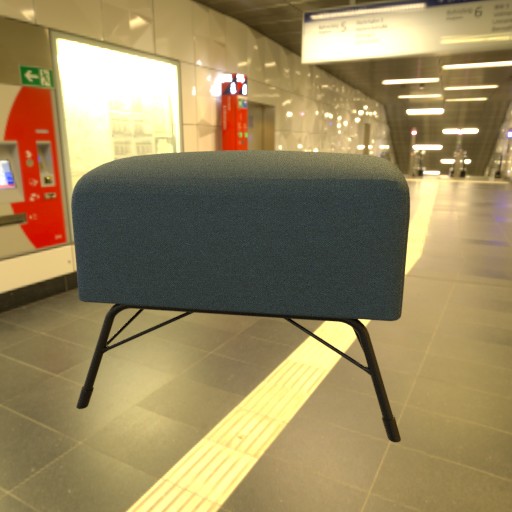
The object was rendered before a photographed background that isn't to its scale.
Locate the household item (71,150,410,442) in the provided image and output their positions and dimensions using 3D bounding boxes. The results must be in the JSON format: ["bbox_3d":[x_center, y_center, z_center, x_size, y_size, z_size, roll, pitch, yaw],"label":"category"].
[{"bbox_3d":[0.000,0.000,0.904,0.530,0.420,0.530,2,14,9],"label":"household item"}]
